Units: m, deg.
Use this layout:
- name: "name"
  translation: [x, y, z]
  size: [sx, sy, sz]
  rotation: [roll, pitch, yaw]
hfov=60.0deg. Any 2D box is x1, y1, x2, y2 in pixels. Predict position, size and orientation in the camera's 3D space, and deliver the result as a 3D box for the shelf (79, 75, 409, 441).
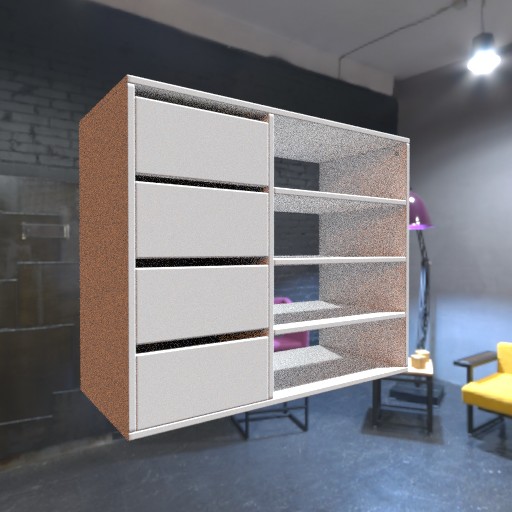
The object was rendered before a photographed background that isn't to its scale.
- name: "shelf"
  translation: [0.000, 0.000, 1.299]
  size: [0.895, 0.732, 0.396]
  rotation: [-1, 1, -35]
